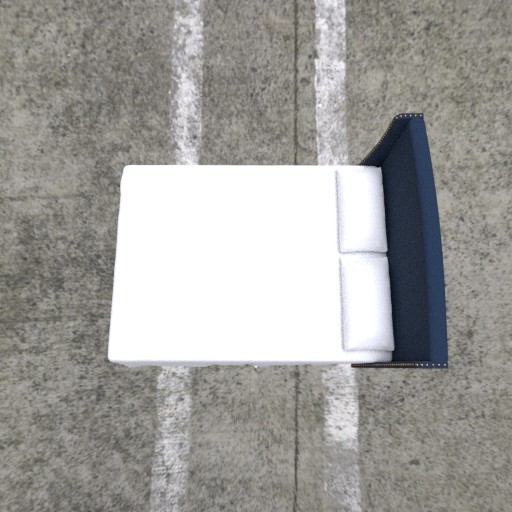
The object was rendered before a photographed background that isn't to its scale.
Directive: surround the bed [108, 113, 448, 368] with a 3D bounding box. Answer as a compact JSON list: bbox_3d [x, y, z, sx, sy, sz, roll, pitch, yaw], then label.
[{"bbox_3d":[0.000,0.000,3.251,2.223,1.402,1.604,0,76,0],"label":"bed"}]
